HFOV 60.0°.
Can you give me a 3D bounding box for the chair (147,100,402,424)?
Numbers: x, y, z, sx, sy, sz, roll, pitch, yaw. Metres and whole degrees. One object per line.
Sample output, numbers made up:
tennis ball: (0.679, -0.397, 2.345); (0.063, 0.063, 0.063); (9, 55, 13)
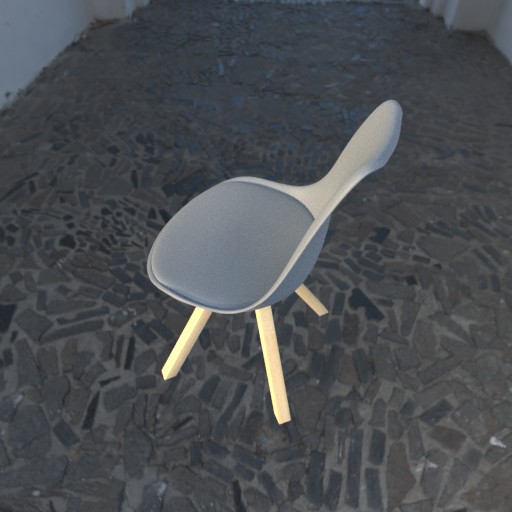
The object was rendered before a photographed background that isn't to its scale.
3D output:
chair: (0.000, 0.000, 1.166); (0.549, 0.850, 0.485); (16, 49, 15)
